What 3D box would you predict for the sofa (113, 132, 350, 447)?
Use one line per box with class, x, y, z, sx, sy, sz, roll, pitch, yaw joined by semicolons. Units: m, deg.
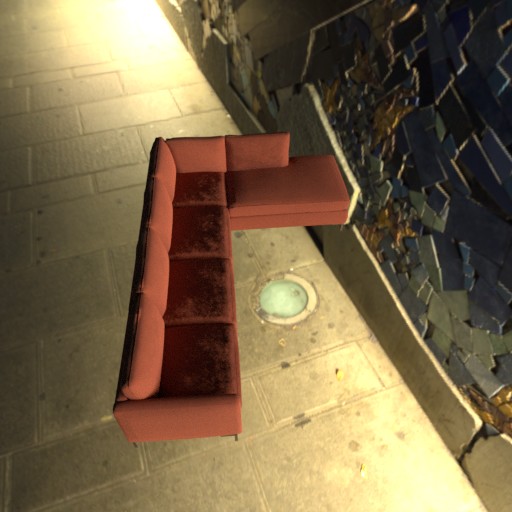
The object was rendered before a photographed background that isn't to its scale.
sofa;0.000;0.000;3.631;1.879;0.757;2.736;-3;47;-3
